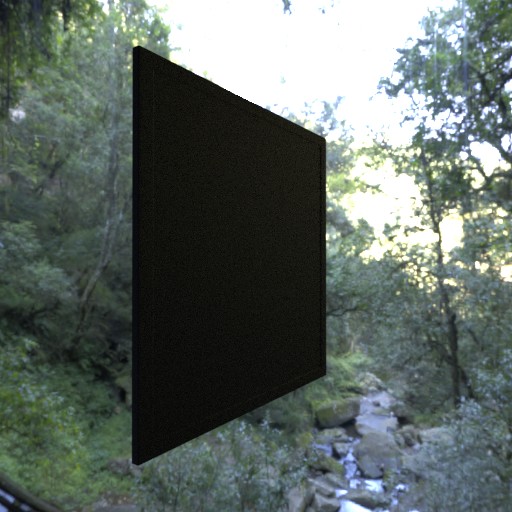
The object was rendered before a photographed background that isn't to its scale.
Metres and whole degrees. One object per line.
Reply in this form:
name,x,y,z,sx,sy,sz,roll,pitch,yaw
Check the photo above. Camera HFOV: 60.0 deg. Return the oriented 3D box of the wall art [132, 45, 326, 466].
wall art,0.000,0.000,0.820,0.012,0.558,0.562,0,0,35
